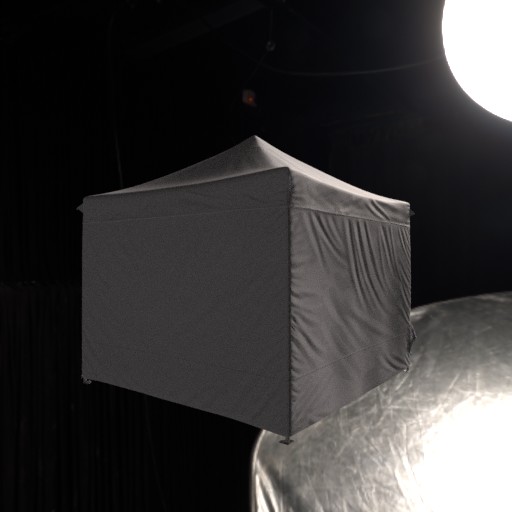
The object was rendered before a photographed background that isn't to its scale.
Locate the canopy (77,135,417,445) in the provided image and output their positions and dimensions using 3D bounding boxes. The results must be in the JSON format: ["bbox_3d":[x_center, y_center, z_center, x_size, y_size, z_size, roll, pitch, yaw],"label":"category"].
[{"bbox_3d":[0.000,0.000,5.578,3.043,2.997,3.121,0,0,37],"label":"canopy"}]
